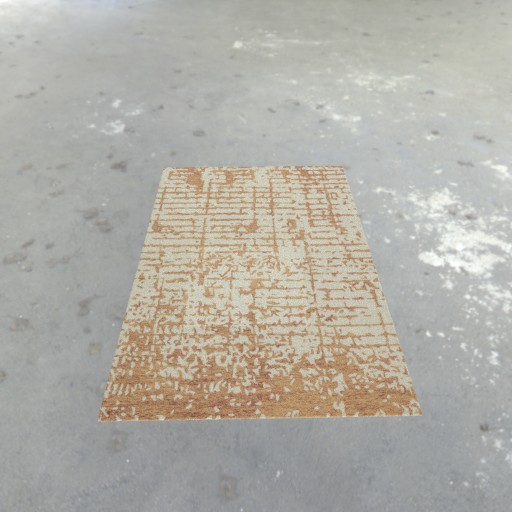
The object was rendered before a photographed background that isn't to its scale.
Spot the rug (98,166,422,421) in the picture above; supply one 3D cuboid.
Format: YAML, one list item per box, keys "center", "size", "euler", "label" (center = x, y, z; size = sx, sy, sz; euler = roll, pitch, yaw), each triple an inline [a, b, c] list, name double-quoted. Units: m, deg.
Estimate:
- center: [0.000, 0.000, 2.343]
  size: [1.219, 0.011, 1.829]
  euler: [-1, 42, -1]
  label: "rug"
